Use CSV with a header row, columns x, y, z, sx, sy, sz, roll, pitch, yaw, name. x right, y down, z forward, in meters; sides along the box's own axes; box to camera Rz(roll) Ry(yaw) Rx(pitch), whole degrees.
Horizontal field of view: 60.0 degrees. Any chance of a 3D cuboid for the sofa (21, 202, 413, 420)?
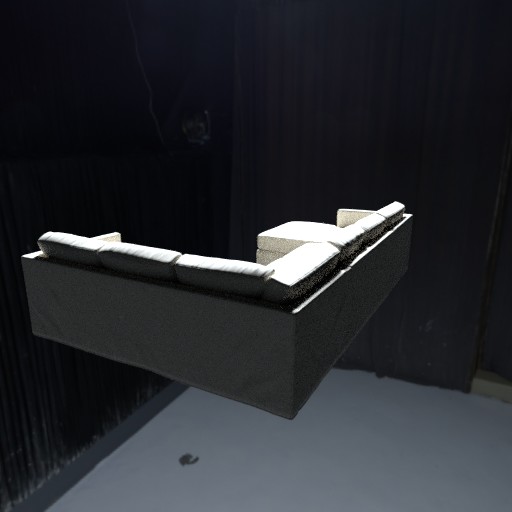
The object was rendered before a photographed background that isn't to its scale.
x,y,z,sx,sy,sz,roll,pitch,yaw,name
0.000,0.000,4.509,2.448,0.882,3.464,8,18,27,sofa
